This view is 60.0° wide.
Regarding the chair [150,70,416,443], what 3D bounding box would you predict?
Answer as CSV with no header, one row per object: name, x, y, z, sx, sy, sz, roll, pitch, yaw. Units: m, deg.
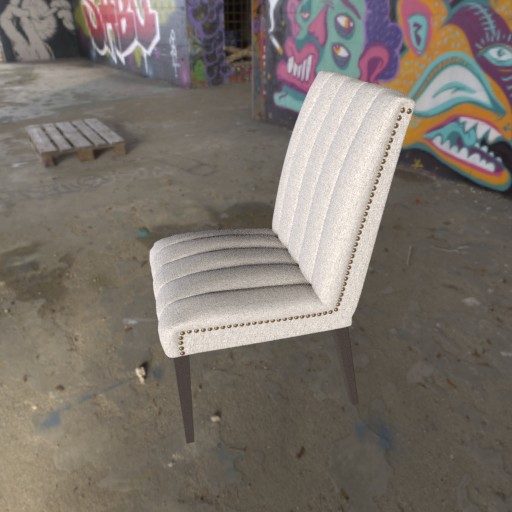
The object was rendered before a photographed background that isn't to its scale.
chair,0.000,0.000,1.385,0.647,1.016,0.511,-8,30,-13
